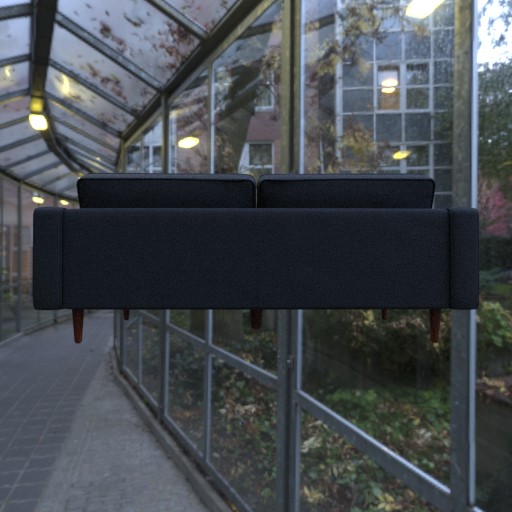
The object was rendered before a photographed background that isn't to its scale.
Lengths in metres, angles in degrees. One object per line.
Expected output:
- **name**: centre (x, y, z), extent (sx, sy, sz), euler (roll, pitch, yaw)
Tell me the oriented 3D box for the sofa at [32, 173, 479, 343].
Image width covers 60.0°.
- **sofa**: centre (0.000, 0.000, 2.294), extent (1.875, 0.759, 0.914), euler (0, -1, -1)
